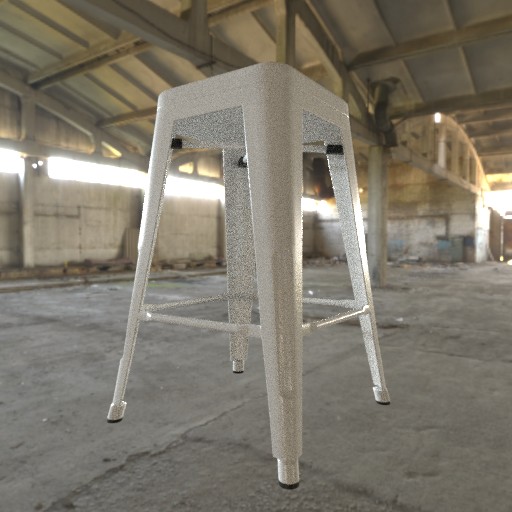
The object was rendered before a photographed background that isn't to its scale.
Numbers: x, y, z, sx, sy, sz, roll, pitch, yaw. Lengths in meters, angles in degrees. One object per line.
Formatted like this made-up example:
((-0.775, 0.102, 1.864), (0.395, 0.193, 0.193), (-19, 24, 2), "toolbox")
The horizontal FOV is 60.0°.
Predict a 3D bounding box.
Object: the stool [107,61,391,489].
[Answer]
((0.000, 0.000, 0.862), (0.406, 0.610, 0.406), (1, 2, 35), "stool")
